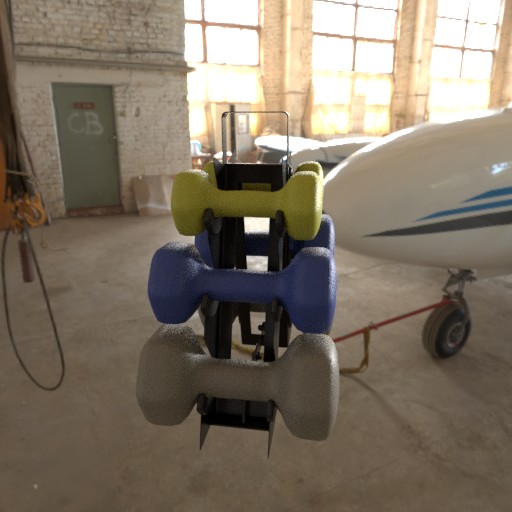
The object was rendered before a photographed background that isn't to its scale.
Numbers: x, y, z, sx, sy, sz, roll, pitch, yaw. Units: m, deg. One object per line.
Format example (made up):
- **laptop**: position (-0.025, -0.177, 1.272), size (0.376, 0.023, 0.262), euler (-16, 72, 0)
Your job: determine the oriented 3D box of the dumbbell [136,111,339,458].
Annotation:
- **dumbbell**: position (0.000, 0.000, 0.688), size (0.261, 0.426, 0.416), euler (3, 17, 9)
